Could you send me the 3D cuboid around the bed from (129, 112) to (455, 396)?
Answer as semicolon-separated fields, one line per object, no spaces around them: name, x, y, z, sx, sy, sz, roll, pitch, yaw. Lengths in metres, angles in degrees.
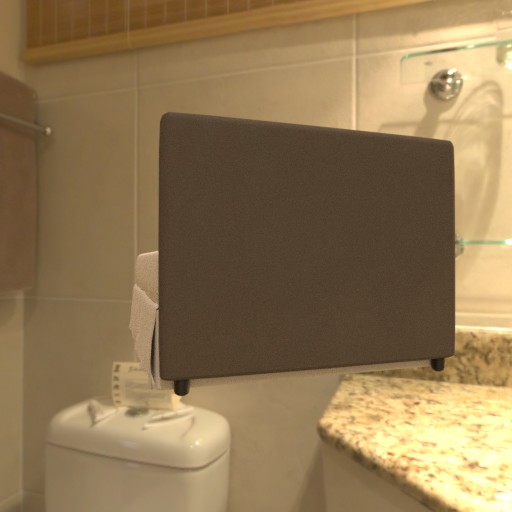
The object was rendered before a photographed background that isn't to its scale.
bed;0.000;0.000;3.255;1.723;1.330;2.142;0;-1;-18
